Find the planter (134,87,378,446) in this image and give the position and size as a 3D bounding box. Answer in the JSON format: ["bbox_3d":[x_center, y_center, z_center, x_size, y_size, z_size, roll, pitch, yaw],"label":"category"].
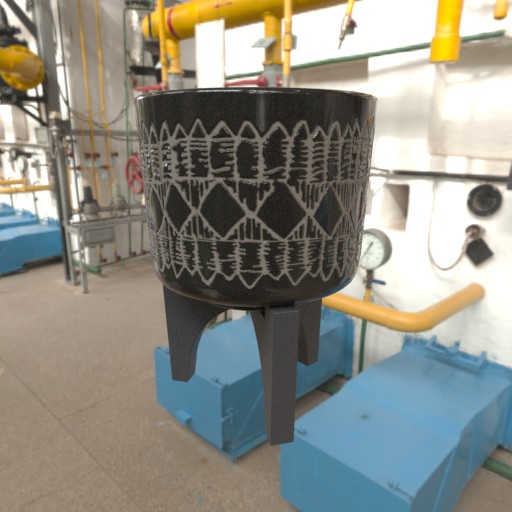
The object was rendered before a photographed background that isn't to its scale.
[{"bbox_3d":[0.000,0.000,0.265,0.129,0.177,0.129,0,15,0],"label":"planter"}]
